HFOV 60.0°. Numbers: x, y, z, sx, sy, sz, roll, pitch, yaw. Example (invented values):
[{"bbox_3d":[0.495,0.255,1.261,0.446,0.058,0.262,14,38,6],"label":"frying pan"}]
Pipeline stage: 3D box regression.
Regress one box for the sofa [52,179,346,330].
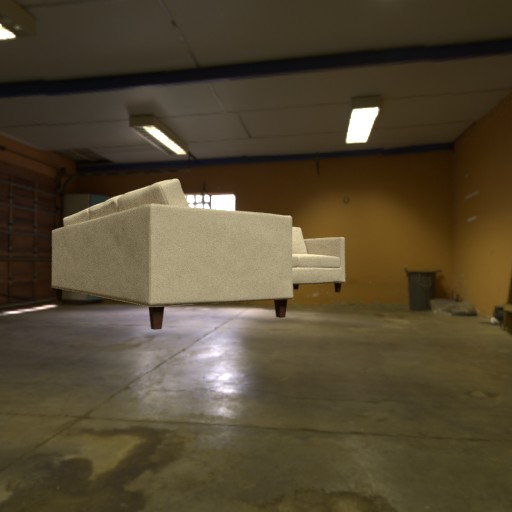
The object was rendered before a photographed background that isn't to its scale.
[{"bbox_3d":[0.000,0.000,4.275,3.182,0.863,2.432,1,-1,-36],"label":"sofa"}]
